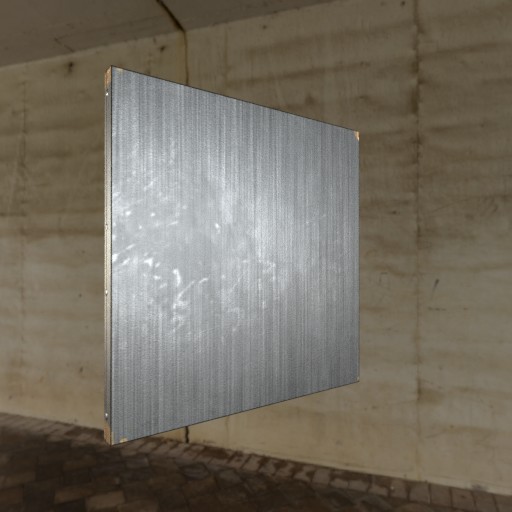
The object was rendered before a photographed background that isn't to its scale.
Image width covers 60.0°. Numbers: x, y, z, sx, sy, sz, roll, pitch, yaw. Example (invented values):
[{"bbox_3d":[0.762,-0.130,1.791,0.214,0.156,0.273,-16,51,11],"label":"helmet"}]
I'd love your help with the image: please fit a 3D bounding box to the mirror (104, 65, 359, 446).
[{"bbox_3d":[0.000,0.000,0.566,0.382,0.381,0.020,0,0,-38],"label":"mirror"}]
